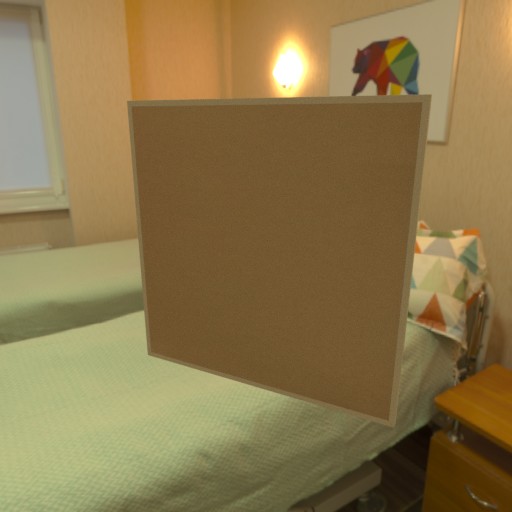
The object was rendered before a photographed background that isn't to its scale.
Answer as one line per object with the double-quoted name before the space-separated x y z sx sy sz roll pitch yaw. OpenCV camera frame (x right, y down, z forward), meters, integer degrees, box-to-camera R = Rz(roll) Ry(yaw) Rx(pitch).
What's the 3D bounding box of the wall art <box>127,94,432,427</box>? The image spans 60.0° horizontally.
"wall art" 0.000 0.000 0.830 0.557 0.557 0.012 9 19 26
